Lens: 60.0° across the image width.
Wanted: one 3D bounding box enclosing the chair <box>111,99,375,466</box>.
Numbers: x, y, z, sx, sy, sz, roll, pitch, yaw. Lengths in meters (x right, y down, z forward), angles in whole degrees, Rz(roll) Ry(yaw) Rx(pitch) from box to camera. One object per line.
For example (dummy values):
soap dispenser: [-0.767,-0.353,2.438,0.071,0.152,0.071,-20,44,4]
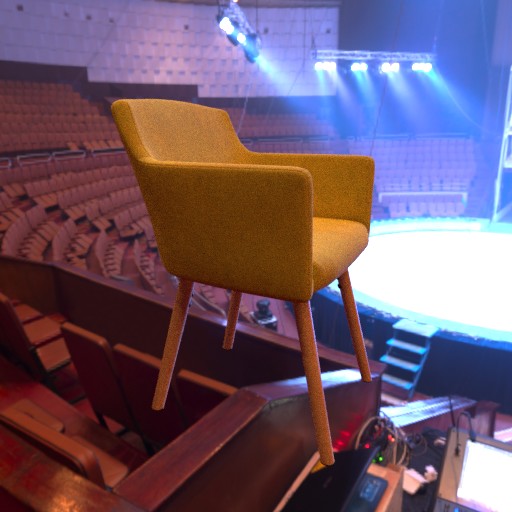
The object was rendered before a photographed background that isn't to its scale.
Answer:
chair: [0.000,0.000,1.151,0.570,0.780,0.570,7,17,25]
